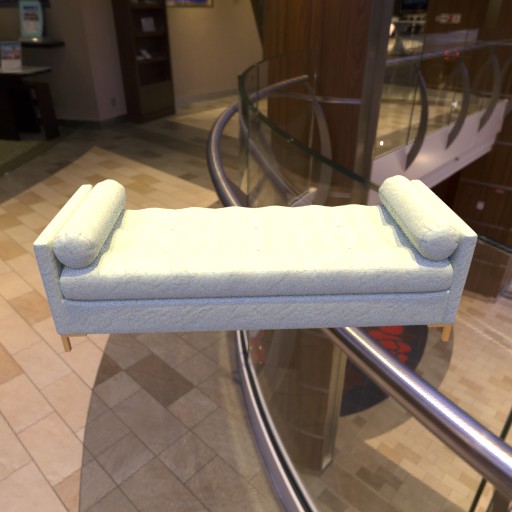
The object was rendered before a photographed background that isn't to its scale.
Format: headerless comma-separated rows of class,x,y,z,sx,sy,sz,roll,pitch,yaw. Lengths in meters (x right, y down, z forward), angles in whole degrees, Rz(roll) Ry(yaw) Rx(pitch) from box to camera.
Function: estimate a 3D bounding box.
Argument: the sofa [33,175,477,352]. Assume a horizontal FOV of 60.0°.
sofa,0.000,0.000,2.524,2.102,0.705,0.796,-1,30,-2
